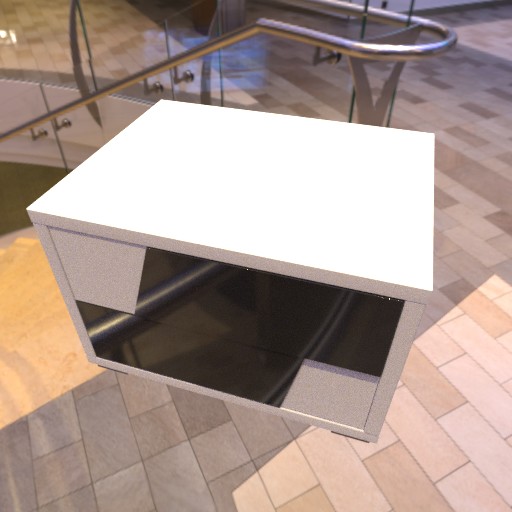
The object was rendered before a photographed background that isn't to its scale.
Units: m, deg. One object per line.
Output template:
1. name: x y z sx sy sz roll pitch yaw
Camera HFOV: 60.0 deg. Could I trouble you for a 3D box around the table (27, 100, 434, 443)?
1. table: 0.000 0.000 0.790 0.517 0.357 0.399 11 42 13
